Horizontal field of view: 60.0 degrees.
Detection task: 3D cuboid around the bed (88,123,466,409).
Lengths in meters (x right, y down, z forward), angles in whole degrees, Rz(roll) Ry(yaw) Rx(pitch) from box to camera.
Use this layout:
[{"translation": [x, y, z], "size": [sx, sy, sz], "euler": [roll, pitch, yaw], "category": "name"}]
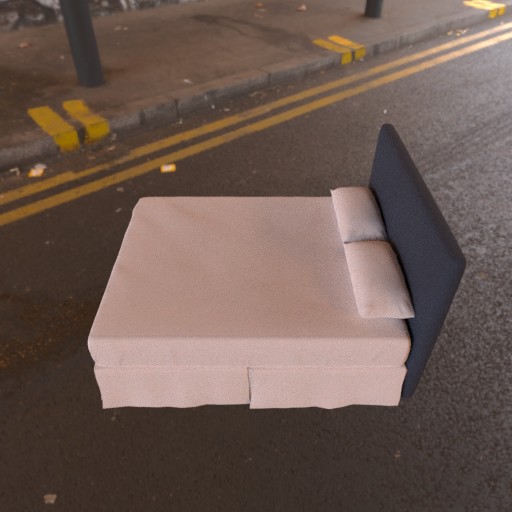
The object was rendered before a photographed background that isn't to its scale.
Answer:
[{"translation": [0.000, 0.000, 3.243], "size": [2.162, 1.330, 1.713], "euler": [0, 41, 0], "category": "bed"}]
